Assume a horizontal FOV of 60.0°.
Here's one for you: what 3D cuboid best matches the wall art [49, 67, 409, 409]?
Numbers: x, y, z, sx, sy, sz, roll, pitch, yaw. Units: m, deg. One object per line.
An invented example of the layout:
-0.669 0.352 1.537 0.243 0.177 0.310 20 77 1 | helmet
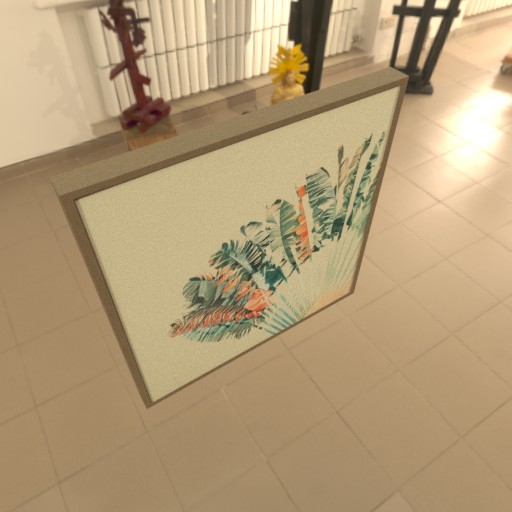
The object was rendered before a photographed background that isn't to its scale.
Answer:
0.000 0.000 0.748 0.508 0.506 0.038 -25 52 -22 | wall art
